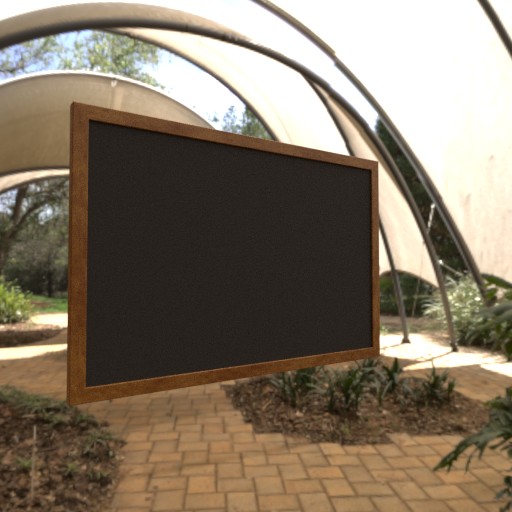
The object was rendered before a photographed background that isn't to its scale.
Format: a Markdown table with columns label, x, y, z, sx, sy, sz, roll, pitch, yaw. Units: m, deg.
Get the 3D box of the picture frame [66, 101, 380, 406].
| label | x | y | z | sx | sy | sz | roll | pitch | yaw |
| --- | --- | --- | --- | --- | --- | --- | --- | --- | --- |
| picture frame | 0.000 | 0.000 | 1.169 | 0.922 | 0.621 | 0.029 | 1 | -2 | -34 |
